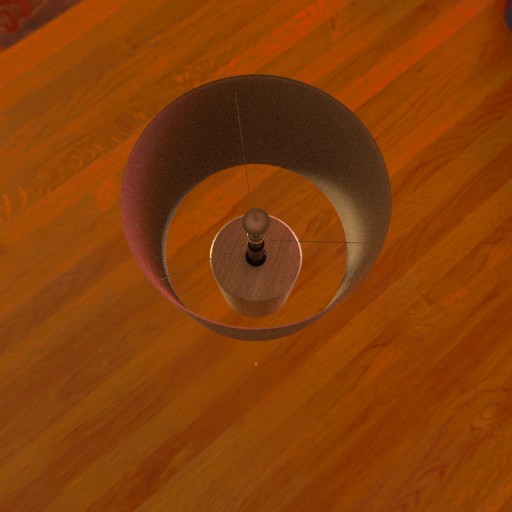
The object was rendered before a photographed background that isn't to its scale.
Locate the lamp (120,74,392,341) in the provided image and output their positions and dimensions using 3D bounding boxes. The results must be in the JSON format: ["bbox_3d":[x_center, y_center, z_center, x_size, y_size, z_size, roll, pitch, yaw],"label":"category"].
[{"bbox_3d":[0.000,0.000,0.585,0.228,0.444,0.228,19,77,5],"label":"lamp"}]
